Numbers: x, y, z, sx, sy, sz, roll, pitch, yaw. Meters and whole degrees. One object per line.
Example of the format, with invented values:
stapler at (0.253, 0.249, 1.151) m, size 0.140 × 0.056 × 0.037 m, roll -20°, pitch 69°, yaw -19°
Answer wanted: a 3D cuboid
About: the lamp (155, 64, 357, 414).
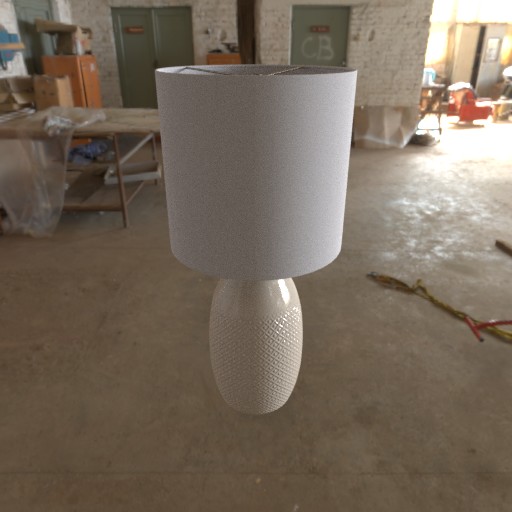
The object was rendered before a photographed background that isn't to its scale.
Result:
lamp at (0.000, 0.000, 0.581) m, size 0.217 × 0.453 × 0.217 m, roll 18°, pitch 31°, yaw 32°
